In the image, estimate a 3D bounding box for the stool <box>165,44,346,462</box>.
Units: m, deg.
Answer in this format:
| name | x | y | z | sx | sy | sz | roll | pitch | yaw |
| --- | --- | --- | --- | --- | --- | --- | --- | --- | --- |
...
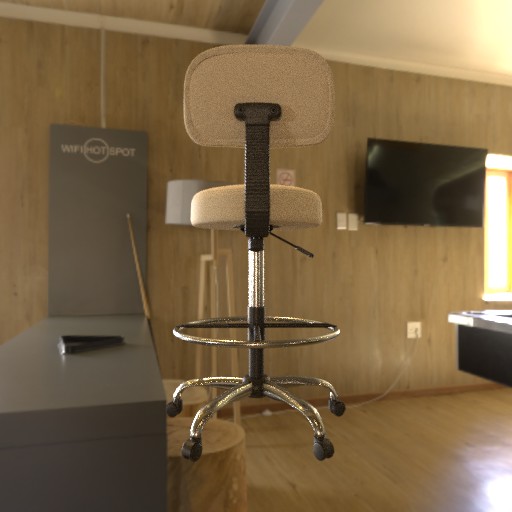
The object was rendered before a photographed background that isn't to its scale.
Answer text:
| name | x | y | z | sx | sy | sz | roll | pitch | yaw |
| --- | --- | --- | --- | --- | --- | --- | --- | --- | --- |
| stool | 0.000 | 0.000 | 1.429 | 0.609 | 1.080 | 0.616 | 0 | 0 | 0 |
